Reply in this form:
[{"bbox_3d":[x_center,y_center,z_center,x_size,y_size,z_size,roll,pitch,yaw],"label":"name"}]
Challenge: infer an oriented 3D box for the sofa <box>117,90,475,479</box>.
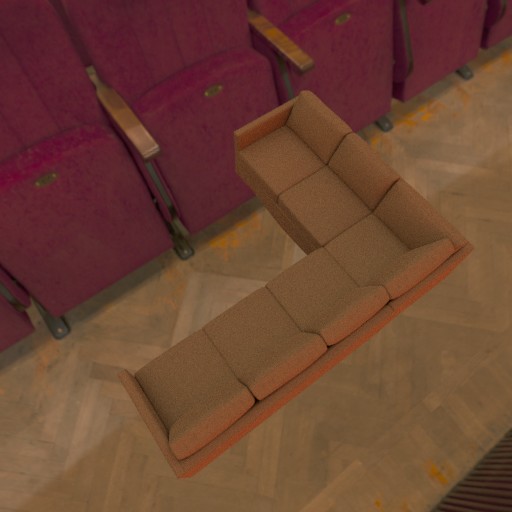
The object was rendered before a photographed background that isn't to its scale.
[{"bbox_3d":[0.000,0.000,4.245,3.182,0.871,2.432,-33,68,-15],"label":"sofa"}]
